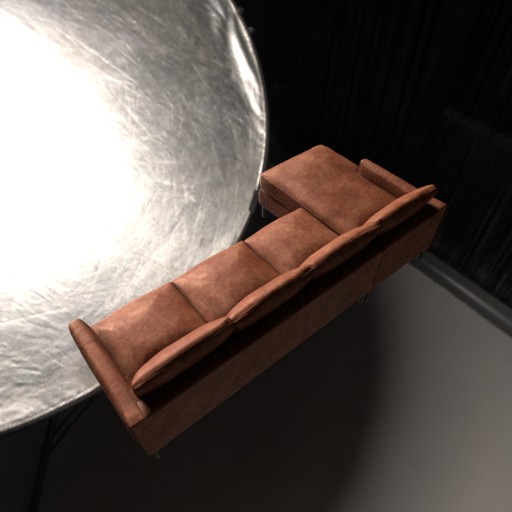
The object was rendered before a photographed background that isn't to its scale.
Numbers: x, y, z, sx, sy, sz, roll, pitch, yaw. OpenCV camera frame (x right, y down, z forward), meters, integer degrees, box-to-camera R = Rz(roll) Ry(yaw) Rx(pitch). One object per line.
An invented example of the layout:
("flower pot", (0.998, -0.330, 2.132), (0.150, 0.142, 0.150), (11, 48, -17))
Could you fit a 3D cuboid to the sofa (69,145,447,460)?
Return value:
("sofa", (0.000, 0.000, 3.630), (2.993, 0.859, 1.471), (-31, 54, -25))
